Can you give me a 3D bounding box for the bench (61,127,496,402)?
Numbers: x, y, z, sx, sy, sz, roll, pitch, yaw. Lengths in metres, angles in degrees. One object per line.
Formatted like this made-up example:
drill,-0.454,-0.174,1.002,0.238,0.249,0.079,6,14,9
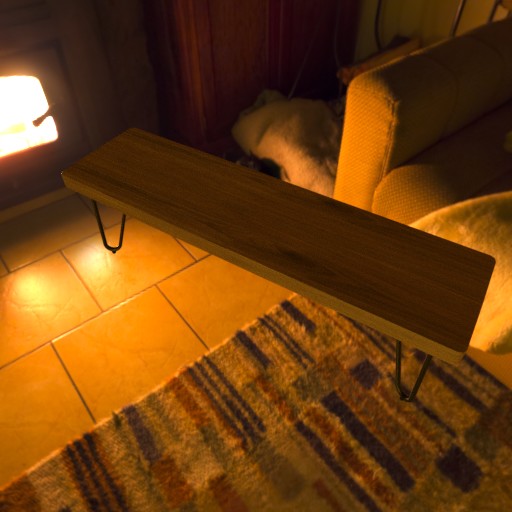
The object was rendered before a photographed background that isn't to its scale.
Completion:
bench,0.000,0.000,1.754,1.570,0.462,0.425,24,51,21
